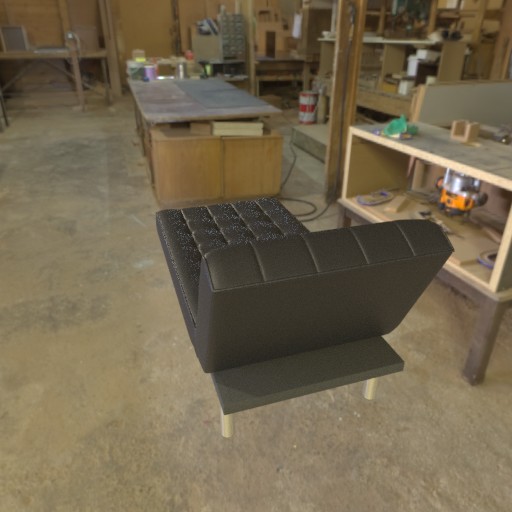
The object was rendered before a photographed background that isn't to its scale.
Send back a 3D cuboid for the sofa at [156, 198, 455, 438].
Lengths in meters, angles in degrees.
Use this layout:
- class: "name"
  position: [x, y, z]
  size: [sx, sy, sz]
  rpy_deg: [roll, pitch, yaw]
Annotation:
- class: "sofa"
  position: [0.000, 0.000, 2.026]
  size: [0.760, 0.820, 1.560]
  rpy_deg: [-9, 29, -16]
